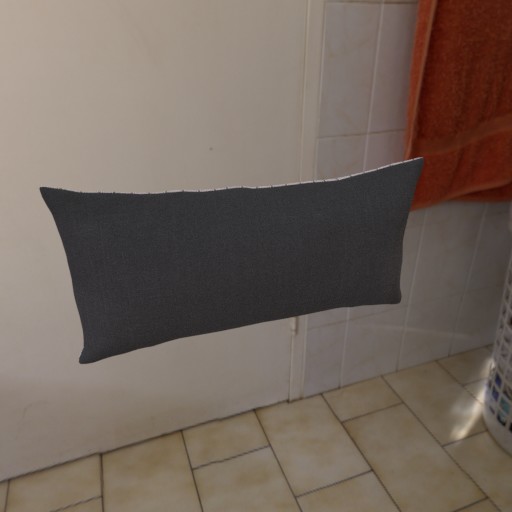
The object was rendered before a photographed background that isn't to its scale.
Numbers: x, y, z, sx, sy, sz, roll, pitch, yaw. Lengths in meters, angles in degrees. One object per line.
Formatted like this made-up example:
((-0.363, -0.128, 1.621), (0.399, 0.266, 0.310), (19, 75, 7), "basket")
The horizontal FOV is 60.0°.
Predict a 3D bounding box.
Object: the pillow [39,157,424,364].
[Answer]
((0.000, 0.000, 0.743), (0.609, 0.305, 0.151), (-9, 29, -16), "pillow")
